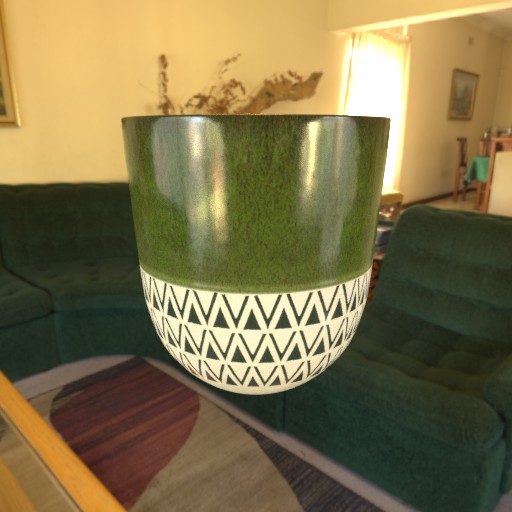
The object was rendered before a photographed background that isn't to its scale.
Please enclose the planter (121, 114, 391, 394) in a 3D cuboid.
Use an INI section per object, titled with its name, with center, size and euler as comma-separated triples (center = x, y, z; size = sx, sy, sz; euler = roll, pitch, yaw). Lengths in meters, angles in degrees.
[planter]
center = 0.000, 0.000, 0.455
size = 0.245, 0.270, 0.245
euler = 0, 16, 0
